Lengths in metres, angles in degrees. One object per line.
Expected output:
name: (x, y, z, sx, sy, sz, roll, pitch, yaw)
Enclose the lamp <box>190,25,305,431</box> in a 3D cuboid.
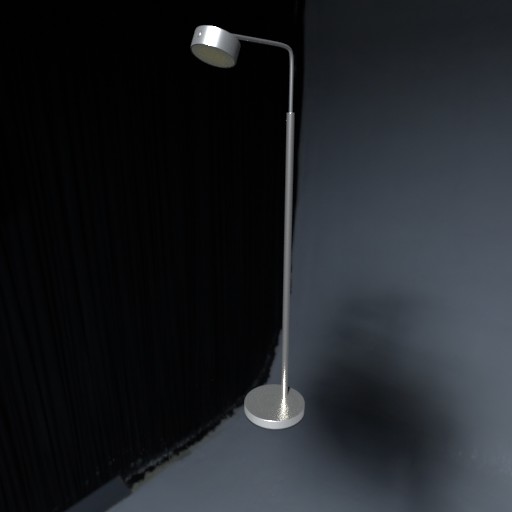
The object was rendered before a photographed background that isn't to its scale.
lamp: (0.000, 0.000, 1.389, 0.222, 1.250, 0.421, 16, 23, 41)
